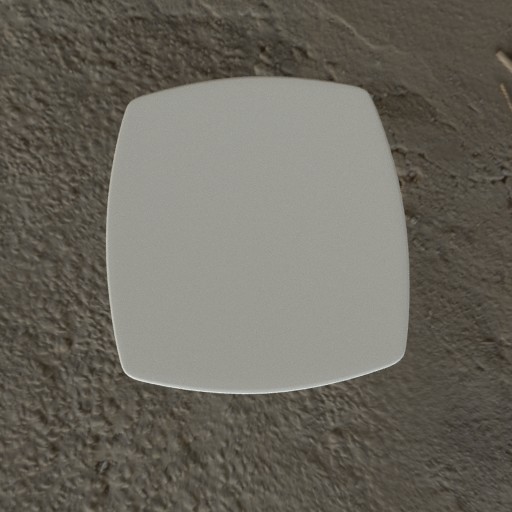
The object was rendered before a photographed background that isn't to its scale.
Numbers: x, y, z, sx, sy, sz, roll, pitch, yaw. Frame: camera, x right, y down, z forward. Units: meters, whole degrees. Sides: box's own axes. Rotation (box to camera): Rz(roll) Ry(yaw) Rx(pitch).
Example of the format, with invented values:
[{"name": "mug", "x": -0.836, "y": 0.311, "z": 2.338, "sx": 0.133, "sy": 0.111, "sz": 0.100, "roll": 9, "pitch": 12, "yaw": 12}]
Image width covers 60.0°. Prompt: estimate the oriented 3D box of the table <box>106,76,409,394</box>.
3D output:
[{"name": "table", "x": 0.000, "y": 0.000, "z": 0.881, "sx": 0.451, "sy": 0.438, "sz": 0.502, "roll": -3, "pitch": 75, "yaw": -1}]
